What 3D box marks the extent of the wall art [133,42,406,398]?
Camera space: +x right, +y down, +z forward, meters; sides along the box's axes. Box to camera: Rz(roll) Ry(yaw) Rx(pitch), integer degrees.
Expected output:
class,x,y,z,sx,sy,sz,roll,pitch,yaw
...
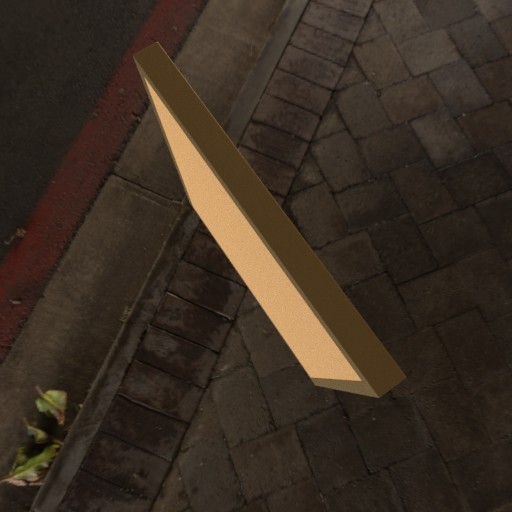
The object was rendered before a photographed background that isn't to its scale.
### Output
class,x,y,z,sx,sy,sz,roll,pitch,yaw
wall art,0.000,0.000,0.458,0.023,0.305,0.305,-33,78,-8
